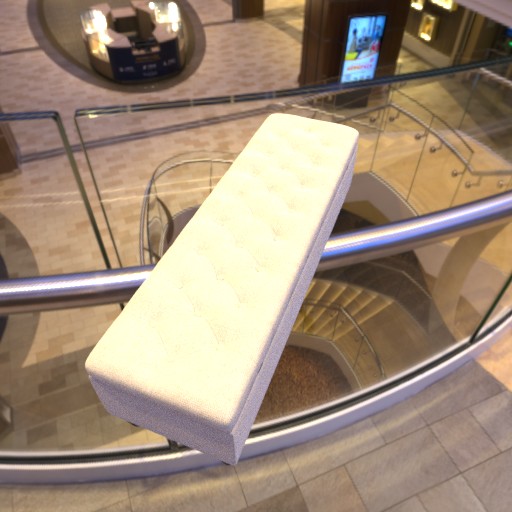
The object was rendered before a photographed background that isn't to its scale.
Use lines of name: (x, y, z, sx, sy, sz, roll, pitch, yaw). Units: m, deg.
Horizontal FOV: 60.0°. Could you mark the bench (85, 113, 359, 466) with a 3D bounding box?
bench: (0.000, 0.000, 1.754, 0.455, 0.467, 1.480, 16, 48, 15)
